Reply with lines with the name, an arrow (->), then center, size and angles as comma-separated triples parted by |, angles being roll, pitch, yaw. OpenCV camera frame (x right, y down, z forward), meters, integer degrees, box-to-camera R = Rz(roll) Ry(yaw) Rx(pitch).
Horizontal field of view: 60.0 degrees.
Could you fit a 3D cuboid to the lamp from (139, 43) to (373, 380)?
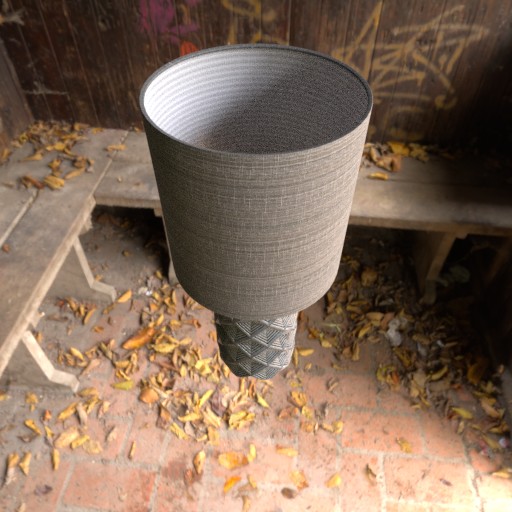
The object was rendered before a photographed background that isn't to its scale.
lamp -> 0.000, 0.000, 0.723 | 0.269, 0.566, 0.268 | -16, 49, -15
